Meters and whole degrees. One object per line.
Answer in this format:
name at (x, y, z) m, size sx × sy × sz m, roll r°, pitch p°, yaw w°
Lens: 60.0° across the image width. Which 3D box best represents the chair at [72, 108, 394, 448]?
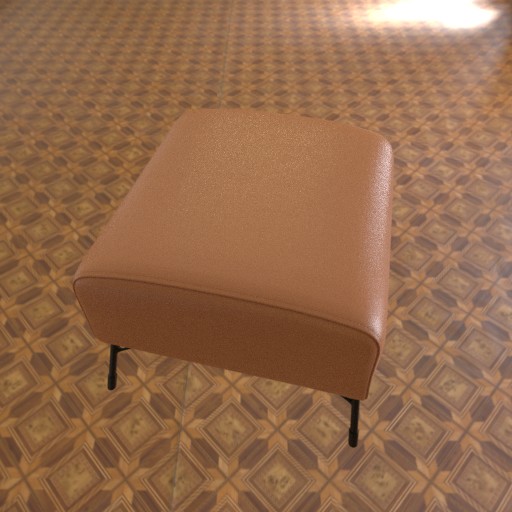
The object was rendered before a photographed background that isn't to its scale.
chair at (0.000, 0.000, 0.923) m, size 0.530 × 0.410 × 0.530 m, roll 10°, pitch 48°, yaw 9°
